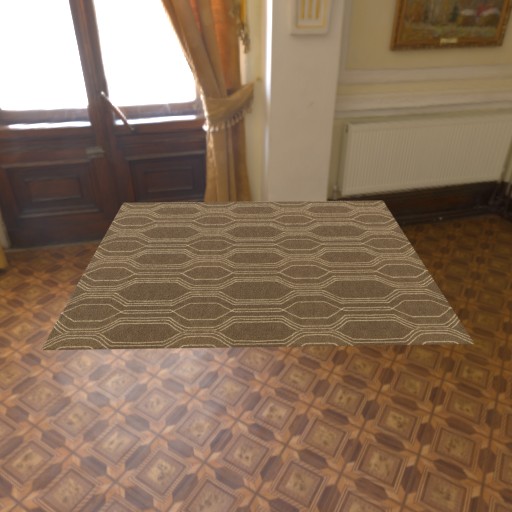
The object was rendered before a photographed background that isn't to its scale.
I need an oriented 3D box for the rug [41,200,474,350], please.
[{"bbox_3d":[0.000,0.000,4.177,3.062,0.012,2.457,-1,31,-1],"label":"rug"}]
